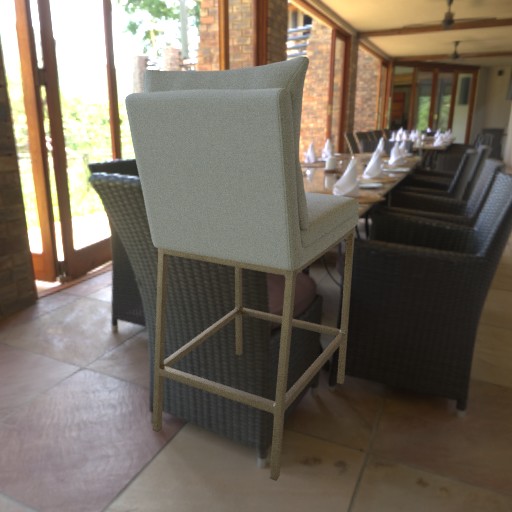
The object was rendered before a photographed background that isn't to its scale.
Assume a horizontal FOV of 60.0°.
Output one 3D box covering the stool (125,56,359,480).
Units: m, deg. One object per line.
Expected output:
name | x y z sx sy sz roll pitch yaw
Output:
stool | 0.000 0.000 1.329 0.463 1.032 0.572 9 18 27
